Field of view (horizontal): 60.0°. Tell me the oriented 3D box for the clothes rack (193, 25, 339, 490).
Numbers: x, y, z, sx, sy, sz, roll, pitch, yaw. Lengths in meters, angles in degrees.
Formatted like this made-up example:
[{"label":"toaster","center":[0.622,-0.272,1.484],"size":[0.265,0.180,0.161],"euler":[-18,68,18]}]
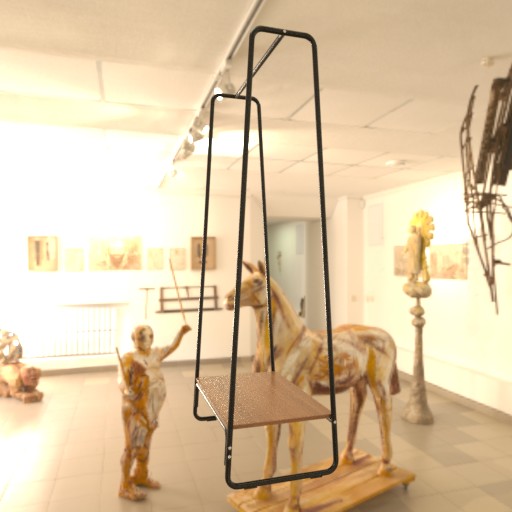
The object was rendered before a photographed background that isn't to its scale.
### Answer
[{"label":"clothes rack","center":[0.000,0.000,1.763],"size":[0.400,1.500,0.640],"euler":[0,0,-17]}]
